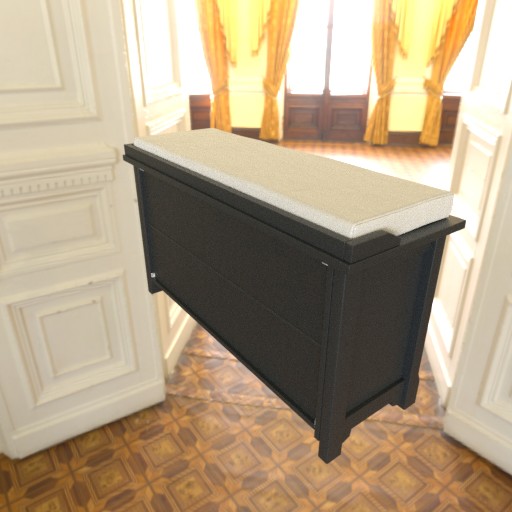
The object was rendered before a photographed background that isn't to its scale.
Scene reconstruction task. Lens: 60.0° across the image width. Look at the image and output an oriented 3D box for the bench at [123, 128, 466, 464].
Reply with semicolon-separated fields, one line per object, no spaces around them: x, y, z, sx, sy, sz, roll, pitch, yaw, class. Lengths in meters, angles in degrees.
0.000;0.000;1.255;0.345;0.561;0.973;-18;31;-32;bench
